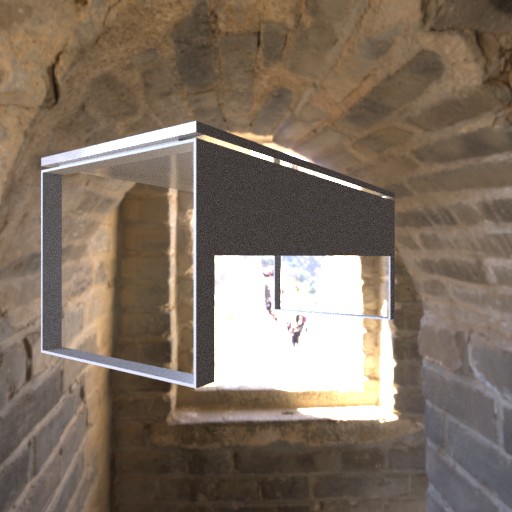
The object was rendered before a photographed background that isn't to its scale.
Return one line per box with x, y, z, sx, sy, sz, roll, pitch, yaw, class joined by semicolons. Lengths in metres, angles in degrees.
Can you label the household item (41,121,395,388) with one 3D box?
0.000;0.000;2.150;0.800;0.745;1.700;0;0;35;household item
